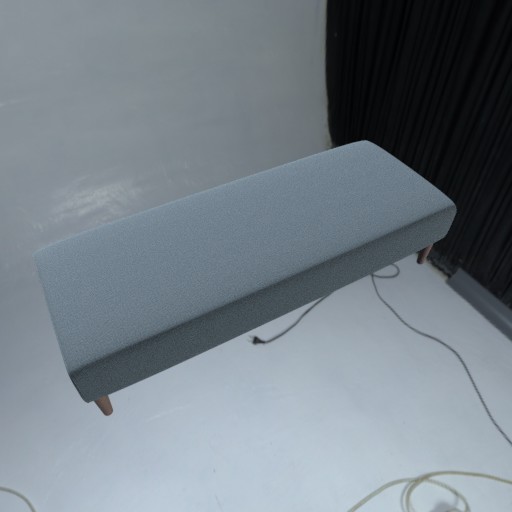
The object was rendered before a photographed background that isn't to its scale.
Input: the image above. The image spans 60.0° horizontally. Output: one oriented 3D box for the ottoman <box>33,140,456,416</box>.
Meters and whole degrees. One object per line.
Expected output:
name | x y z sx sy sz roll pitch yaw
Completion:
ottoman | 0.000 0.000 1.872 1.609 0.393 0.646 -22 50 -20
